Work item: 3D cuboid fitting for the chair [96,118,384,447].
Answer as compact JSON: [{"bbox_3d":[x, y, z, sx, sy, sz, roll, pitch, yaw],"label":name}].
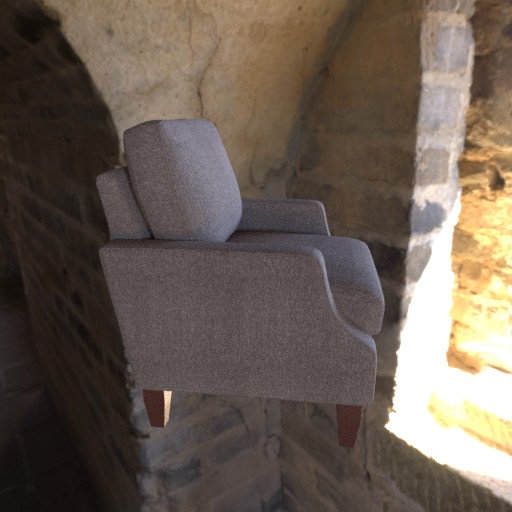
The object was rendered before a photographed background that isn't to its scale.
[{"bbox_3d":[0.000,0.000,1.677,0.897,0.993,0.855,3,18,8],"label":"chair"}]
